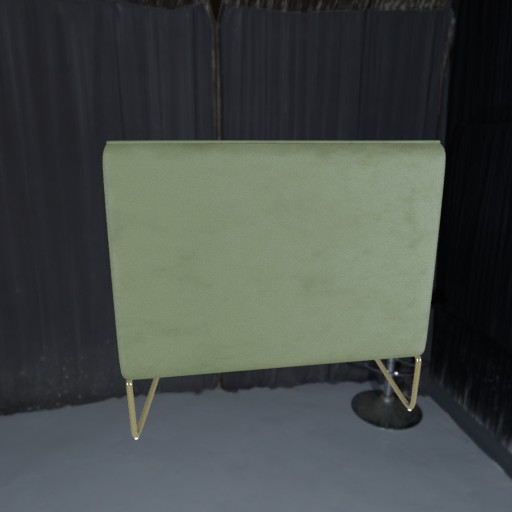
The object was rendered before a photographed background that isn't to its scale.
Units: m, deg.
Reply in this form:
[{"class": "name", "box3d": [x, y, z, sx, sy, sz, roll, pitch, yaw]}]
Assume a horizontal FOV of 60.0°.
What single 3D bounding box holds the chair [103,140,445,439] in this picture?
[{"class": "chair", "box3d": [0.000, 0.000, 1.576, 0.880, 0.790, 0.894, -2, 14, -9]}]
